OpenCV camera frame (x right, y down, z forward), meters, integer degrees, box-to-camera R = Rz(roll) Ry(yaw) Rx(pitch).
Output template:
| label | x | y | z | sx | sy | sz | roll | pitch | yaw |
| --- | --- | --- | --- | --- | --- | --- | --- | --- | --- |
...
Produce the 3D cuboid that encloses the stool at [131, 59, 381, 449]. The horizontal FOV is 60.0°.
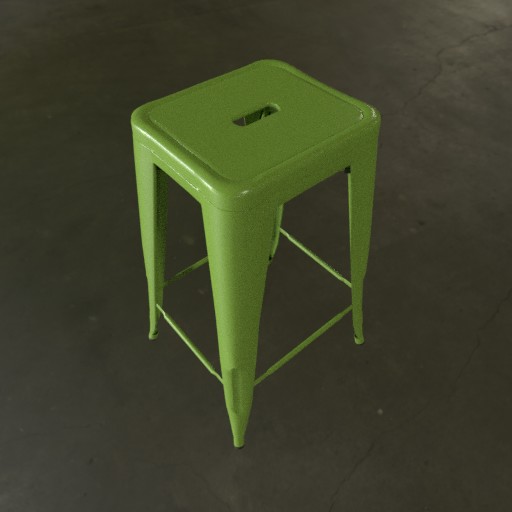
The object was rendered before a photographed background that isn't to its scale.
| label | x | y | z | sx | sy | sz | roll | pitch | yaw |
| --- | --- | --- | --- | --- | --- | --- | --- | --- | --- |
| stool | 0.000 | 0.000 | 0.854 | 0.398 | 0.609 | 0.358 | -32 | 55 | -26 |
